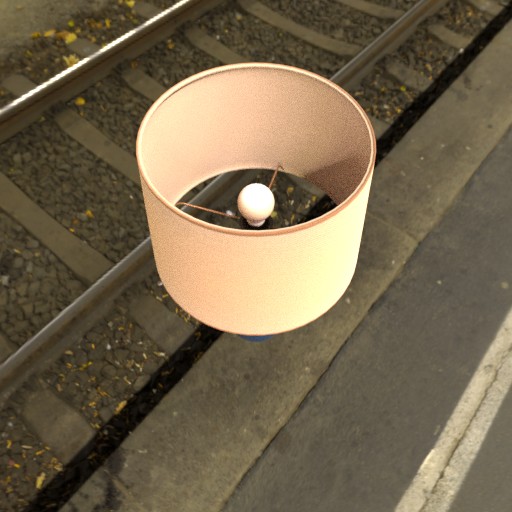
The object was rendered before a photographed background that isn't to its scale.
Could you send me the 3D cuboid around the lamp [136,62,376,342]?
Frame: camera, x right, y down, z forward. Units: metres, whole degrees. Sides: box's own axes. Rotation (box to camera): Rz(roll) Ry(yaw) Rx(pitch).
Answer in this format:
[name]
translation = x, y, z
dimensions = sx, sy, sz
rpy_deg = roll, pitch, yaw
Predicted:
[lamp]
translation = 0.000, 0.000, 0.853
dimensions = 0.367, 0.609, 0.367
rpy_deg = 0, 58, 0
